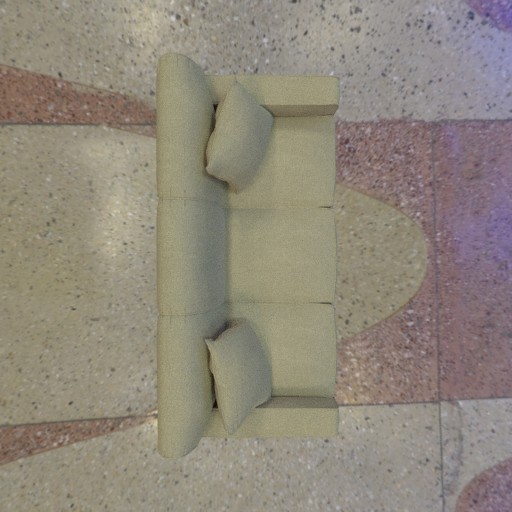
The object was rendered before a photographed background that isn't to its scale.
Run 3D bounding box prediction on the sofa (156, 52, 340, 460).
[{"bbox_3d":[0.000,0.000,2.605,0.997,0.958,2.024,0,91,0],"label":"sofa"}]
